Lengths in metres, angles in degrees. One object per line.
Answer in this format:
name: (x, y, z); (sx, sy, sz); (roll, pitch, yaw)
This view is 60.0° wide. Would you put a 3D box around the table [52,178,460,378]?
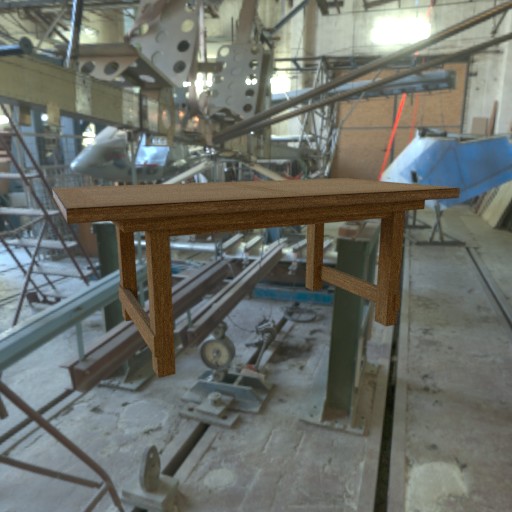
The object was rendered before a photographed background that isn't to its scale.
table: (0.000, 0.000, 2.497); (1.982, 0.762, 1.000); (-7, 15, -26)
